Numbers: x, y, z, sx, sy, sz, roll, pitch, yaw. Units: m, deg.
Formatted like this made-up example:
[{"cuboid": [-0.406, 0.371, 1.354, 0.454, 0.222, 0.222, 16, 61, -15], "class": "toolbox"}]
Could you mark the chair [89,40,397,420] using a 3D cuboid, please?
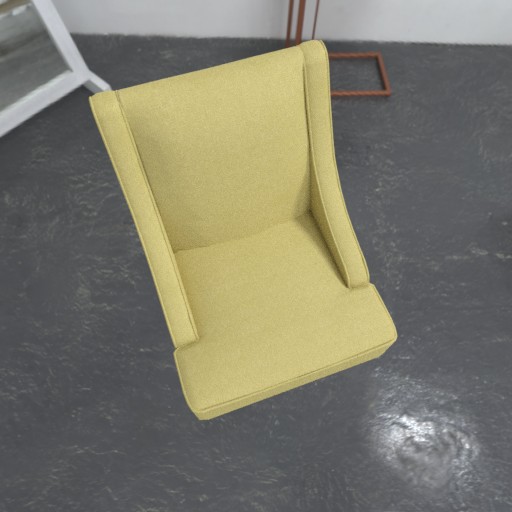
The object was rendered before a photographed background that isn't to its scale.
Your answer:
[{"cuboid": [0.000, 0.000, 1.460, 0.696, 0.896, 0.814, -18, 65, -8], "class": "chair"}]
